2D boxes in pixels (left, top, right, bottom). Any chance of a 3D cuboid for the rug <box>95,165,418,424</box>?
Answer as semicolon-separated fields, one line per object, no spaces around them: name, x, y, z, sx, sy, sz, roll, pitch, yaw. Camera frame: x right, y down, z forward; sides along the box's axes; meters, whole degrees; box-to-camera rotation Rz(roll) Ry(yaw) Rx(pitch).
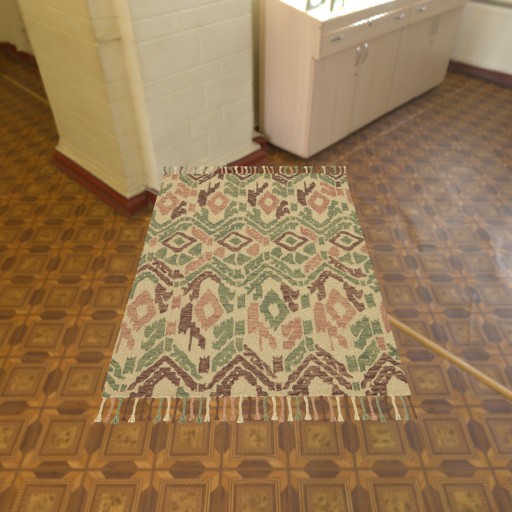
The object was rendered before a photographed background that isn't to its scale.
rug;0.000;0.000;2.294;1.219;0.010;1.829;0;41;0
